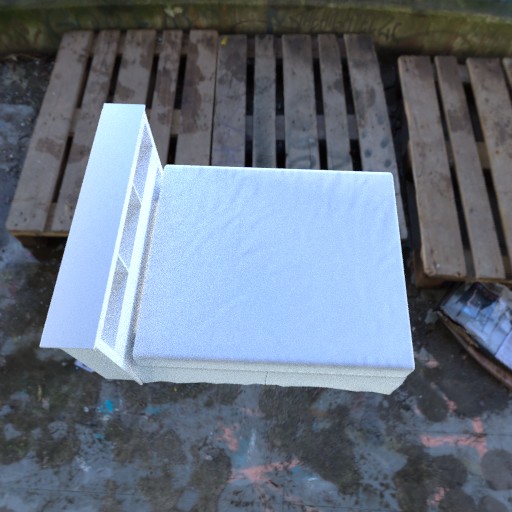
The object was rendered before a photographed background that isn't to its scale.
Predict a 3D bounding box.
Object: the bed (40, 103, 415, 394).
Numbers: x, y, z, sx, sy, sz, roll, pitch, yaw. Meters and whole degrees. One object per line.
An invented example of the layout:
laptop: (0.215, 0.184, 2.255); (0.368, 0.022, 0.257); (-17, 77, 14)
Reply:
bed: (0.000, 0.000, 3.093); (2.133, 1.092, 1.671); (2, 63, 1)
